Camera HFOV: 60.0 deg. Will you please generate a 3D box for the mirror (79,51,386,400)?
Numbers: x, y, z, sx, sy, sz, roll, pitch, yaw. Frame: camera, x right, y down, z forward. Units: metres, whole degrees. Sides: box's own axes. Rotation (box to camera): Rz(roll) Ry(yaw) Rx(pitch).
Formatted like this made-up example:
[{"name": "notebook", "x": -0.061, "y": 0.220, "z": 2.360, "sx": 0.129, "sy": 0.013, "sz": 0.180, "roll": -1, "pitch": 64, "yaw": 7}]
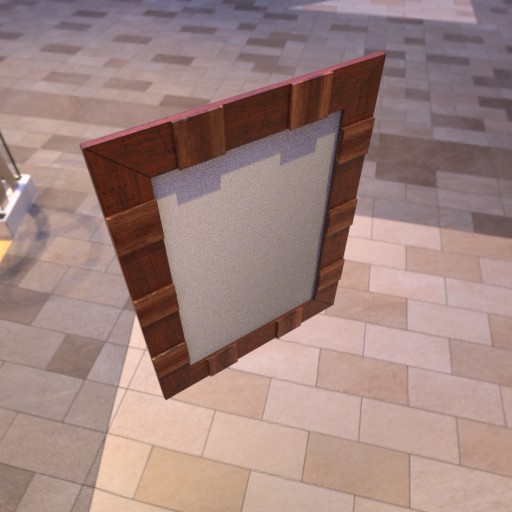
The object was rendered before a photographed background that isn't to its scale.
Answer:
[{"name": "mirror", "x": 0.000, "y": 0.000, "z": 1.043, "sx": 0.600, "sy": 0.805, "sz": 0.021, "roll": -25, "pitch": 52, "yaw": -22}]
